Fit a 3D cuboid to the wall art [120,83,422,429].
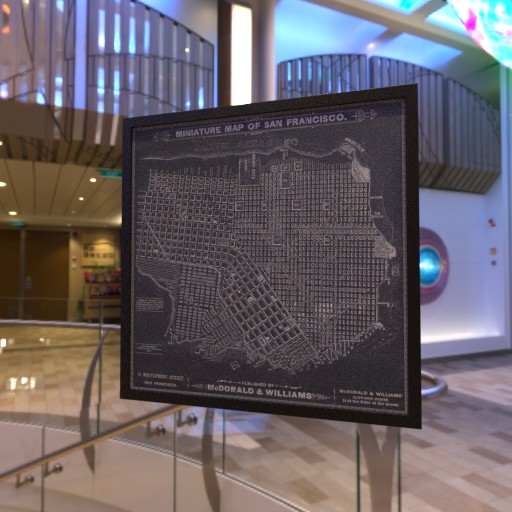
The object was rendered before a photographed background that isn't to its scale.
[{"bbox_3d":[0.000,0.000,1.164,0.807,0.807,0.022,-1,-2,18],"label":"wall art"}]
